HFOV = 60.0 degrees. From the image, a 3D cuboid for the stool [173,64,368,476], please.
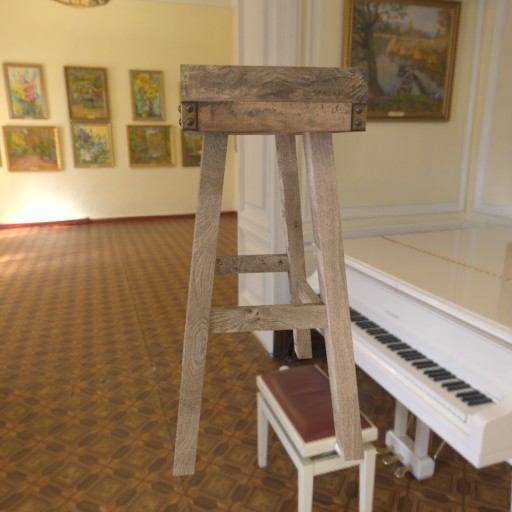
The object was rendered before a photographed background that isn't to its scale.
[{"bbox_3d":[0.000,0.000,0.880,0.330,0.635,0.450,-2,15,-7],"label":"stool"}]
